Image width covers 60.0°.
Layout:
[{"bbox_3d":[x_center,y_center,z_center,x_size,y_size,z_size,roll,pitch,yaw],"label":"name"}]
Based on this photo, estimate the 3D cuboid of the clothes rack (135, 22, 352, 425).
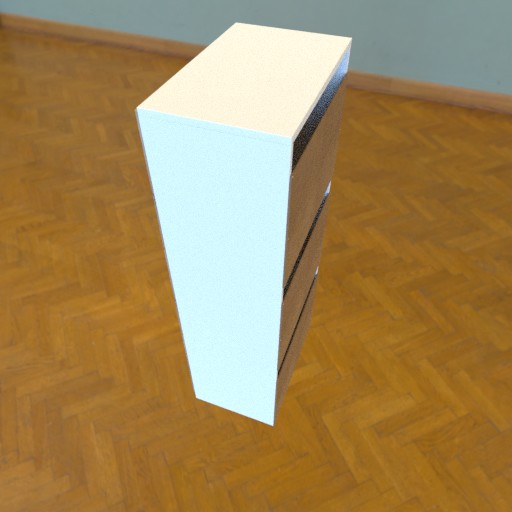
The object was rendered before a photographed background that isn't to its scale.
[{"bbox_3d":[0.000,0.000,1.401,0.331,1.187,0.500,15,48,14],"label":"clothes rack"}]
